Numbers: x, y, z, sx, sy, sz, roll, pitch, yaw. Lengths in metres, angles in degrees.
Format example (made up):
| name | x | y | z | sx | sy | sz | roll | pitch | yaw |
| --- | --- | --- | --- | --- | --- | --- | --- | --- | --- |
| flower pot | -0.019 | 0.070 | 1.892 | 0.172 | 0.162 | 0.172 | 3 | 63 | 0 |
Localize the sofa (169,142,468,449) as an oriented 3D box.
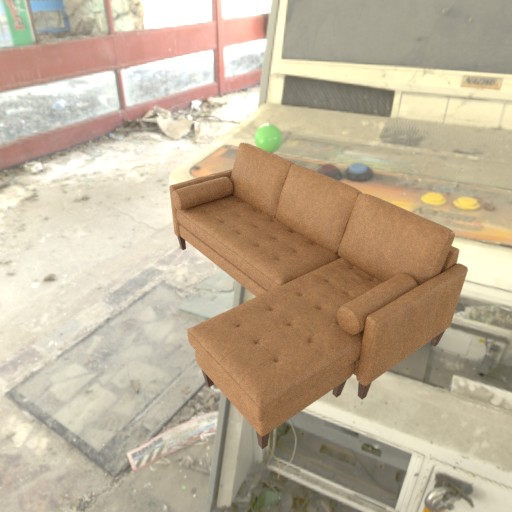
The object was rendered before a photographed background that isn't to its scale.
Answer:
| name | x | y | z | sx | sy | sz | roll | pitch | yaw |
| --- | --- | --- | --- | --- | --- | --- | --- | --- | --- |
| sofa | 0.000 | 0.000 | 3.034 | 1.506 | 0.876 | 2.178 | -22 | 38 | -31 |
